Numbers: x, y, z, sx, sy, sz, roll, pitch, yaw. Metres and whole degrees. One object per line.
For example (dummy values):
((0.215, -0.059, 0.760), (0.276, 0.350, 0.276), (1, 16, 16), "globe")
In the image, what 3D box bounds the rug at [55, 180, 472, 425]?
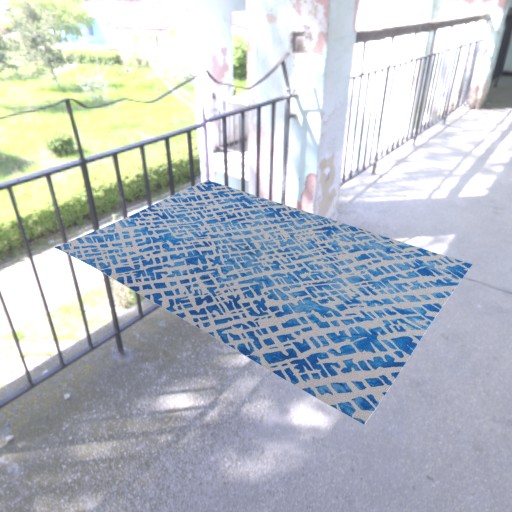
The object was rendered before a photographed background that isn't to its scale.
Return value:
((0.000, 0.000, 2.312), (1.830, 0.011, 1.209), (22, 38, 32), "rug")
